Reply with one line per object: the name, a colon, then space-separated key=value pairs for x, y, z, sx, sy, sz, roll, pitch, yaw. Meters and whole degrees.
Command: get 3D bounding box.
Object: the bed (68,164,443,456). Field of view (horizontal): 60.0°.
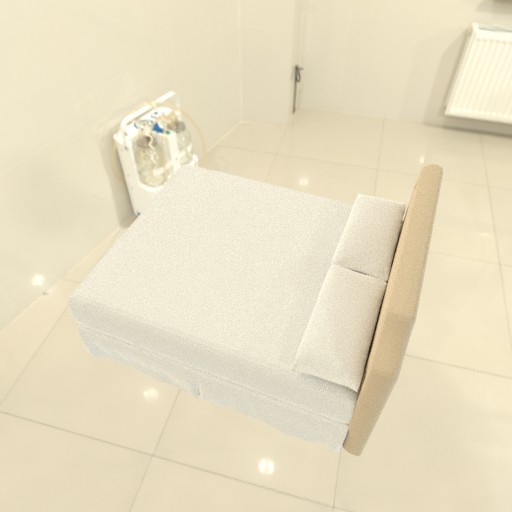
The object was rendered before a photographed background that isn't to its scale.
bed: x=0.000 y=0.000 z=3.822 sx=2.548 sy=1.524 sz=2.134 roll=16 pitch=49 yaw=15
